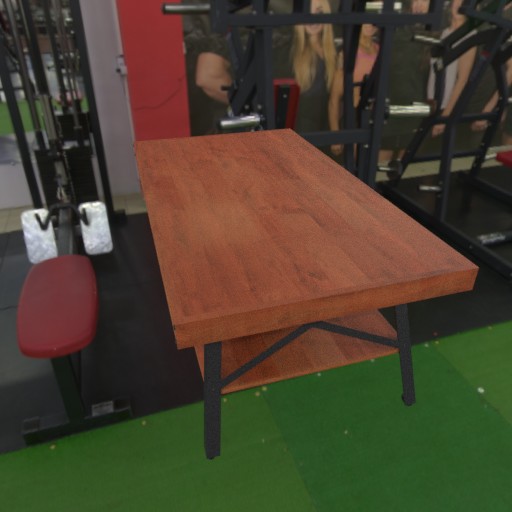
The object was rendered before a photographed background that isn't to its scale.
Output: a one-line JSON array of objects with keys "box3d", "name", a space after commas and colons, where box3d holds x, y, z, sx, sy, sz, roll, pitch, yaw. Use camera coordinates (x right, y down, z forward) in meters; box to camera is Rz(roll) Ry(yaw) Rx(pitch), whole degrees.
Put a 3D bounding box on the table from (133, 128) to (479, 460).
[{"box3d": [0.000, 0.000, 1.364, 0.610, 0.457, 1.067, -9, 32, -14], "name": "table"}]
